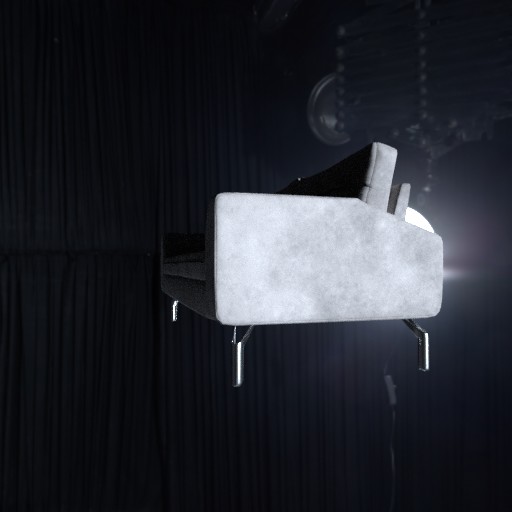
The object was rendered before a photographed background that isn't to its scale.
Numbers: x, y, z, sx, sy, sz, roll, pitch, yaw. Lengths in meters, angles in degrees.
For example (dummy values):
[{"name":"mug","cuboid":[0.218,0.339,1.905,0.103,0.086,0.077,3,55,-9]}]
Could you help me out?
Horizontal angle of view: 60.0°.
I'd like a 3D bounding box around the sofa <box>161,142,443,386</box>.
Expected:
[{"name":"sofa","cuboid":[0.000,0.000,2.331,0.849,0.859,1.837,0,-1,-17]}]
